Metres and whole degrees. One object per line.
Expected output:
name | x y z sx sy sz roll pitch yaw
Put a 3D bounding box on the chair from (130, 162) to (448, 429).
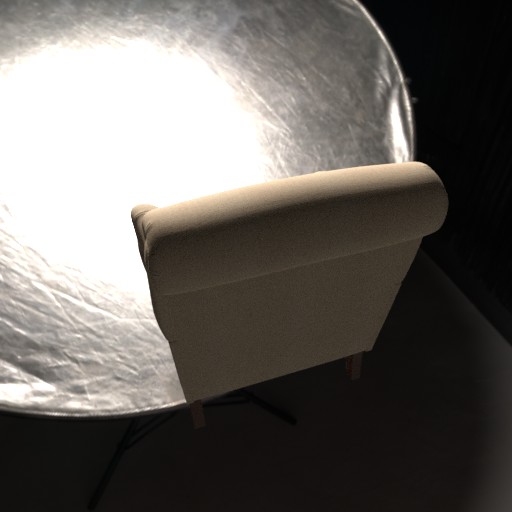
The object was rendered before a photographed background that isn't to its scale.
chair | 0.000 0.000 1.536 0.766 0.944 0.842 -13 42 -14
